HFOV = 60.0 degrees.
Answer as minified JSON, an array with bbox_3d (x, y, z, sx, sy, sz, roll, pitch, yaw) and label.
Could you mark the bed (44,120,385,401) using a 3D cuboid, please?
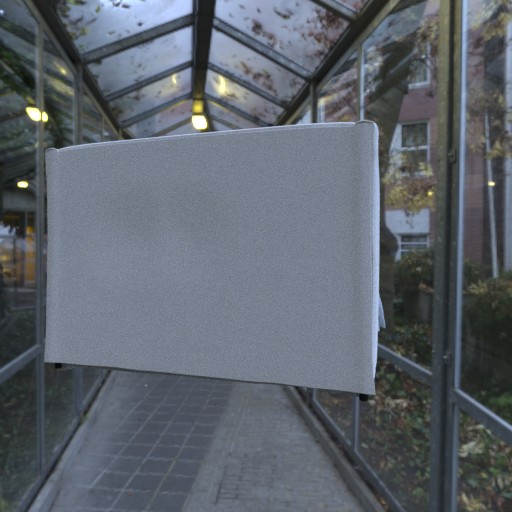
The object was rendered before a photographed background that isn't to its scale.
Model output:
[{"bbox_3d":[0.000,0.000,3.402,1.925,1.332,2.276,0,1,18],"label":"bed"}]
